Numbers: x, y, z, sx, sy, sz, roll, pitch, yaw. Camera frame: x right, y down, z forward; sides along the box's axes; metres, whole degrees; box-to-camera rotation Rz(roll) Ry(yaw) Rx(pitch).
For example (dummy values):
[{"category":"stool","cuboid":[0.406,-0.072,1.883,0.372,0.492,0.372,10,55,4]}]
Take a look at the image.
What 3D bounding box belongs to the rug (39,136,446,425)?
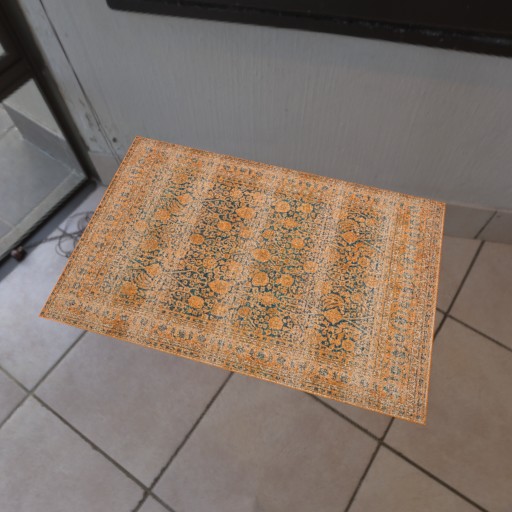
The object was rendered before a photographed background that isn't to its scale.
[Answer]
[{"category":"rug","cuboid":[0.000,0.000,2.907,2.336,0.007,1.525,14,62,7]}]
